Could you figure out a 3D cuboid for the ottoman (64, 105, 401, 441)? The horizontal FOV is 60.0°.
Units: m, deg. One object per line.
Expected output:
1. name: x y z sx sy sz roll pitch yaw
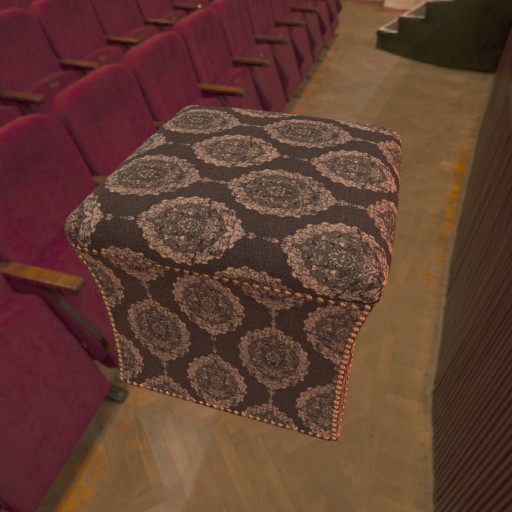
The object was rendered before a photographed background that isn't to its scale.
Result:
1. ottoman: 0.000 0.000 0.928 0.507 0.475 0.497 11 42 13
